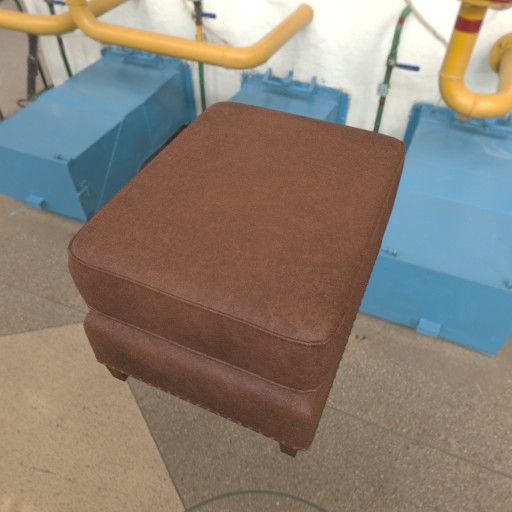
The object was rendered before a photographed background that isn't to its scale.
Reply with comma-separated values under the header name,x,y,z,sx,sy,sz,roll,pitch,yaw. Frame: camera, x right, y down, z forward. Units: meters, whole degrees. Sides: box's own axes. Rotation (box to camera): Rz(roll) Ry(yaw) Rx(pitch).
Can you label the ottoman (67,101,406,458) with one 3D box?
name,x,y,z,sx,sy,sz,roll,pitch,yaw
ottoman,0.000,0.000,1.164,0.589,0.537,0.738,18,49,16
